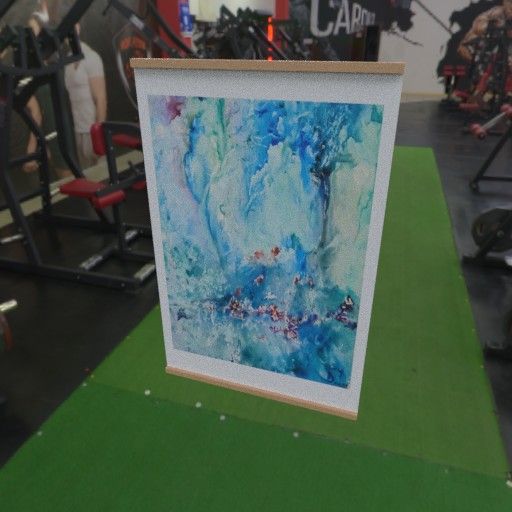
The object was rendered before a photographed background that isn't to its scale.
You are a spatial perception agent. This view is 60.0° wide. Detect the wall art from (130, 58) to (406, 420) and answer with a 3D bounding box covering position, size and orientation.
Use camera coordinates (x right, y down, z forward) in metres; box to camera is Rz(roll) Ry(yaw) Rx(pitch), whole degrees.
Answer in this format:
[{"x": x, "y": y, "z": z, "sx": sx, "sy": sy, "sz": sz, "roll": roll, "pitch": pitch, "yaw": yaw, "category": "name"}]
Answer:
[{"x": 0.000, "y": 0.000, "z": 0.632, "sx": 0.335, "sy": 0.510, "sz": 0.013, "roll": 9, "pitch": 28, "yaw": 17, "category": "wall art"}]
